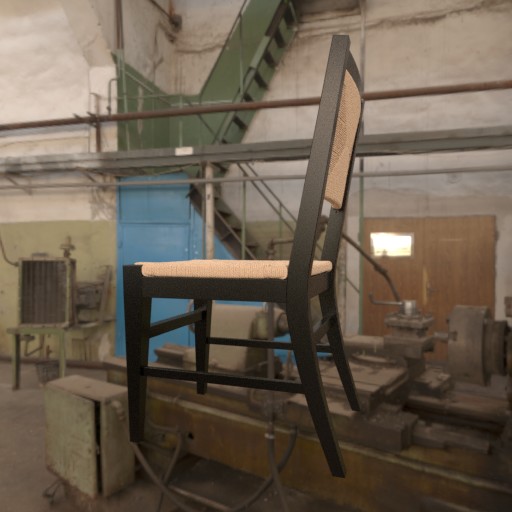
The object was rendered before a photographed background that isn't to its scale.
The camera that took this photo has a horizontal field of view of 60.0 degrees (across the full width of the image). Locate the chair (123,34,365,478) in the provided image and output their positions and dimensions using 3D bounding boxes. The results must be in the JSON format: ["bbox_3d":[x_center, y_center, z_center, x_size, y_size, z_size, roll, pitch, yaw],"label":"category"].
[{"bbox_3d":[0.000,0.000,1.204,0.552,0.927,0.437,0,1,18],"label":"chair"}]
